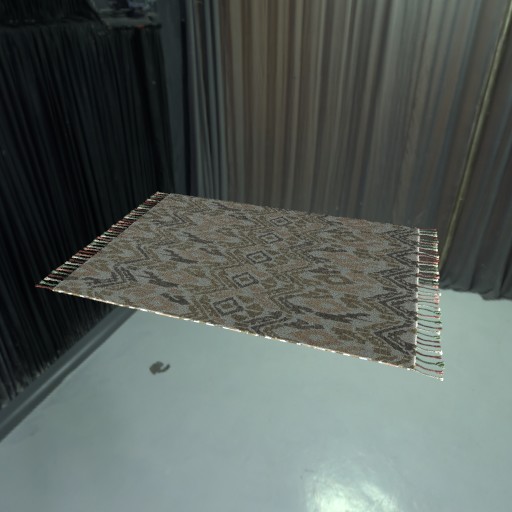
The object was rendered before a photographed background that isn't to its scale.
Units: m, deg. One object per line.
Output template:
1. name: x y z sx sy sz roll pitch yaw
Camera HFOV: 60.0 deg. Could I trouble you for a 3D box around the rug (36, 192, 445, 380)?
1. rug: 0.000 0.000 2.326 1.829 0.008 1.219 10 33 15
